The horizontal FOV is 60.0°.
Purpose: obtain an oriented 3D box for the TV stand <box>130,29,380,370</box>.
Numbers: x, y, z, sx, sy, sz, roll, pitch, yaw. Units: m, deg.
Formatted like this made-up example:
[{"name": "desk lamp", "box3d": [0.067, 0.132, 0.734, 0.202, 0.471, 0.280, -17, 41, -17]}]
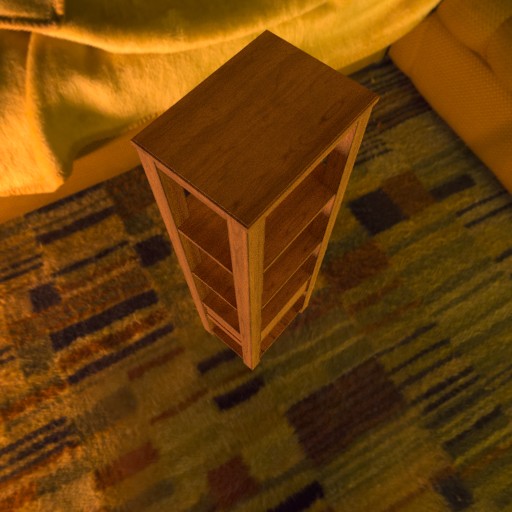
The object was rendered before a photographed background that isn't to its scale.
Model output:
[{"name": "TV stand", "box3d": [0.000, 0.000, 2.041, 0.435, 1.828, 0.565, 38, 70, 16]}]
